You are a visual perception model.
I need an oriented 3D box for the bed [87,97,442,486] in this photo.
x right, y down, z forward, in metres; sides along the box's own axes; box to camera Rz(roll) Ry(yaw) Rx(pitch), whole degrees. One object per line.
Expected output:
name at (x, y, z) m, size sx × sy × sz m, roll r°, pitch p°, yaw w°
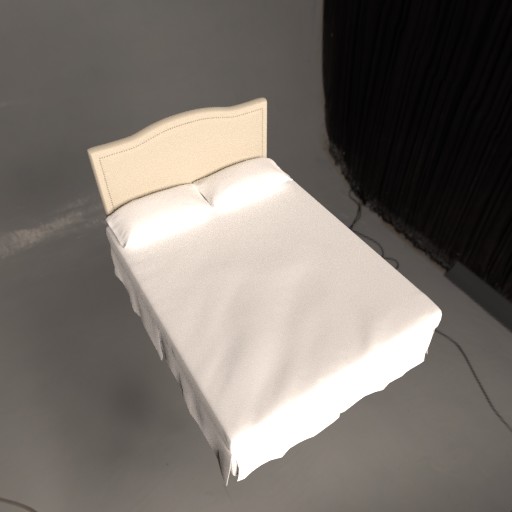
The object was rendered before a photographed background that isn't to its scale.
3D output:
bed at (0.000, 0.000, 3.618) m, size 1.977 × 1.437 × 2.477 m, roll -24°, pitch 51°, yaw -22°
